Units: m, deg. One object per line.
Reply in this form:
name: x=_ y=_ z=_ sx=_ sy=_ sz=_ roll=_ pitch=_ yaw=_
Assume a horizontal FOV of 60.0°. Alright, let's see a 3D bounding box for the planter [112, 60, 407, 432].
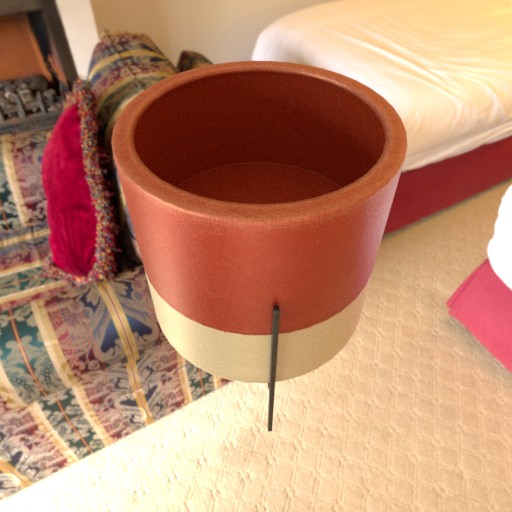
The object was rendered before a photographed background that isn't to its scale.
planter: x=0.000 y=0.000 z=0.692 sx=0.354 sy=0.465 sz=0.345 roll=18 pitch=49 yaw=16
